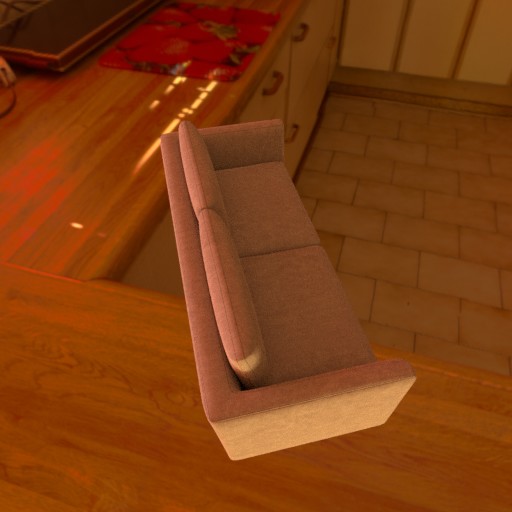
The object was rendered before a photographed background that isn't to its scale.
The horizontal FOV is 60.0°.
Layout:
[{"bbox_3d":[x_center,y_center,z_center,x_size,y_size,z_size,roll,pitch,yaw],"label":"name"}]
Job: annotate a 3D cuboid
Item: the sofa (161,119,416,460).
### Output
[{"bbox_3d":[0.000,0.000,2.638,0.889,0.864,2.121,-10,48,-9],"label":"sofa"}]
